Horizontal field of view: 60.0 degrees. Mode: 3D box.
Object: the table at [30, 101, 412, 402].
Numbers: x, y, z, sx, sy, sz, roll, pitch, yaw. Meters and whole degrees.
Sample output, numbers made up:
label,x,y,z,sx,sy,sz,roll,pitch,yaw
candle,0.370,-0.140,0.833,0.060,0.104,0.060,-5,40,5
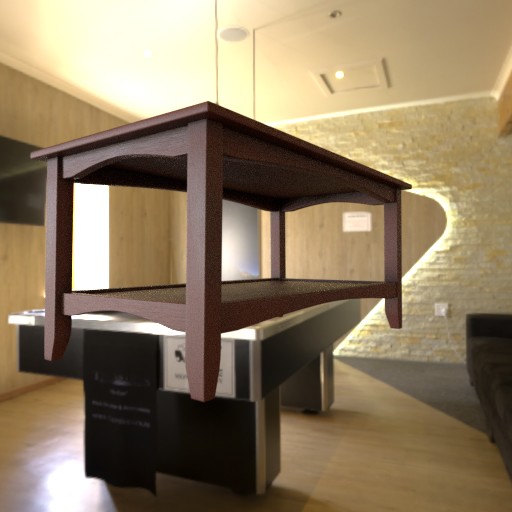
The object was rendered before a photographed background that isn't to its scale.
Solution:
label,x,y,z,sx,sy,sz,roll,pitch,yaw
table,0.000,0.000,1.189,0.533,0.456,0.943,0,0,37
